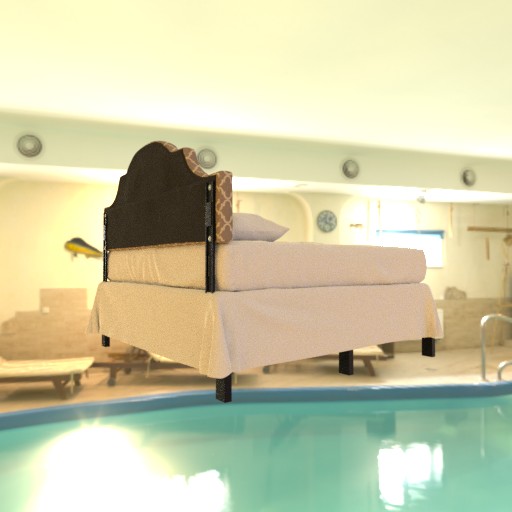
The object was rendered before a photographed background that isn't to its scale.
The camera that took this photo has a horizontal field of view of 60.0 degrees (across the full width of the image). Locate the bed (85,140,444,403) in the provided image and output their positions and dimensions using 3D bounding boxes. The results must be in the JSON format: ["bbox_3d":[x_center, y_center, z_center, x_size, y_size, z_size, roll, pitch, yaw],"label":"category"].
[{"bbox_3d":[0.000,0.000,3.759,2.222,1.601,2.314,1,-1,-37],"label":"bed"}]
